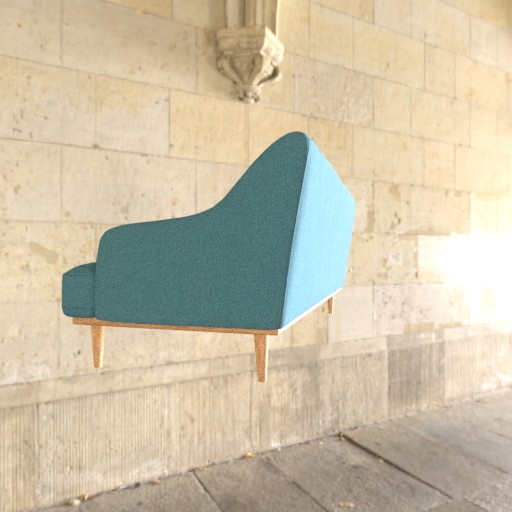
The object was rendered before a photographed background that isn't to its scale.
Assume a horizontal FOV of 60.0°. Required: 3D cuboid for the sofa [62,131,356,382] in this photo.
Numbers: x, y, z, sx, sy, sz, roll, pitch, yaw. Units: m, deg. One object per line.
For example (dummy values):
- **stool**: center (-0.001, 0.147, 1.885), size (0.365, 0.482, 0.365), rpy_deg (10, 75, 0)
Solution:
- **sofa**: center (0.000, 0.000, 2.533), size (0.978, 0.871, 2.057), rpy_deg (0, 0, 17)
